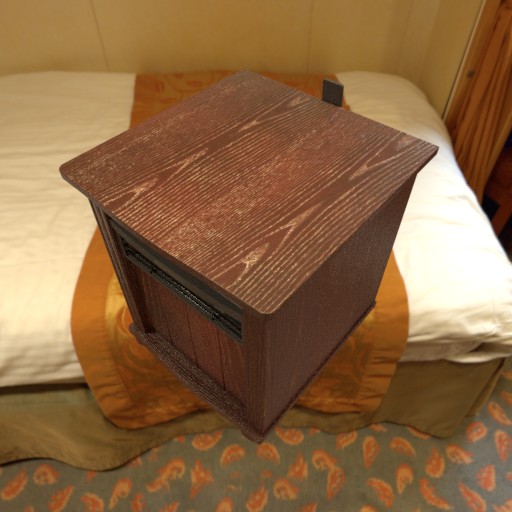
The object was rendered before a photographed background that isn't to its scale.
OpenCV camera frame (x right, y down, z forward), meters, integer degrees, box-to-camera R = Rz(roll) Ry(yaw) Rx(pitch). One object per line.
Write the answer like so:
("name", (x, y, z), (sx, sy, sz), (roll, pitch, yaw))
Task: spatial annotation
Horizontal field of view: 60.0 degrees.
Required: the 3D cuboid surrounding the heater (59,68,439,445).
("heater", (0.000, 0.000, 0.753), (0.362, 0.481, 0.400), (32, 56, 26))
